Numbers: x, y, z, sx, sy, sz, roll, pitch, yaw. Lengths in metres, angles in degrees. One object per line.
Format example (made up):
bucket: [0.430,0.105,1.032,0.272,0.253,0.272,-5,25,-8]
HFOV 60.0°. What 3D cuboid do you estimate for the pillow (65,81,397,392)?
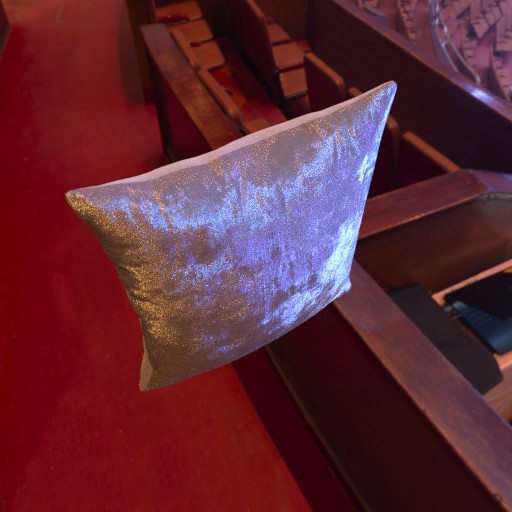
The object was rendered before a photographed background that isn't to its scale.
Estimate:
pillow: [0.000,0.000,0.702,0.470,0.464,0.175,-25,51,-22]
